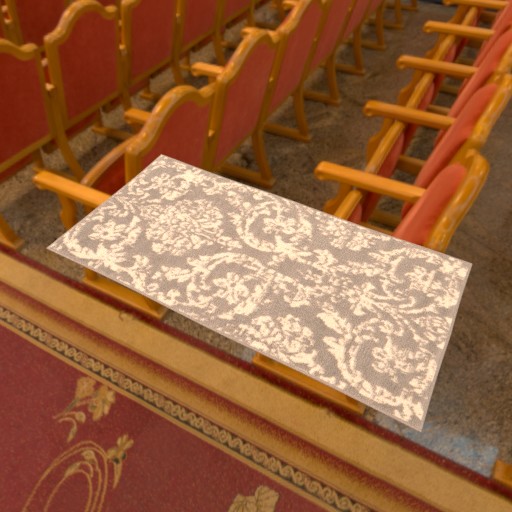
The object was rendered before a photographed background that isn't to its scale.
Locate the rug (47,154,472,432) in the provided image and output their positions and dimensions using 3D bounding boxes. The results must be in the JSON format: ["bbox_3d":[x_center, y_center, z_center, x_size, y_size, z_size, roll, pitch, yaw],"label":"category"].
[{"bbox_3d":[0.000,0.000,1.413,1.219,0.007,0.604,22,51,19],"label":"rug"}]
